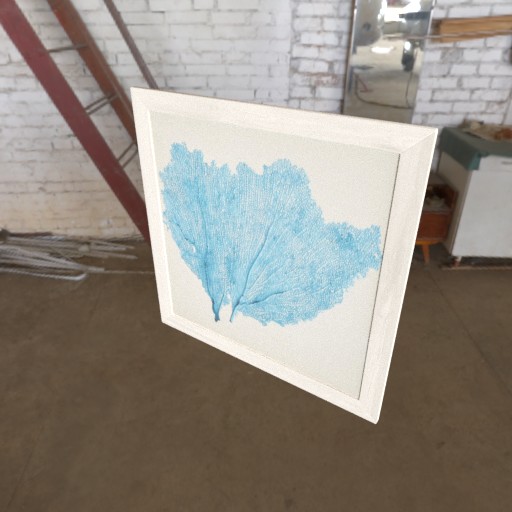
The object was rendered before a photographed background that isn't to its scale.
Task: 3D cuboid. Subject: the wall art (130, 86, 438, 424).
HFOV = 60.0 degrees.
[{"bbox_3d":[0.000,0.000,0.881,0.584,0.584,0.013,19,35,28],"label":"wall art"}]
